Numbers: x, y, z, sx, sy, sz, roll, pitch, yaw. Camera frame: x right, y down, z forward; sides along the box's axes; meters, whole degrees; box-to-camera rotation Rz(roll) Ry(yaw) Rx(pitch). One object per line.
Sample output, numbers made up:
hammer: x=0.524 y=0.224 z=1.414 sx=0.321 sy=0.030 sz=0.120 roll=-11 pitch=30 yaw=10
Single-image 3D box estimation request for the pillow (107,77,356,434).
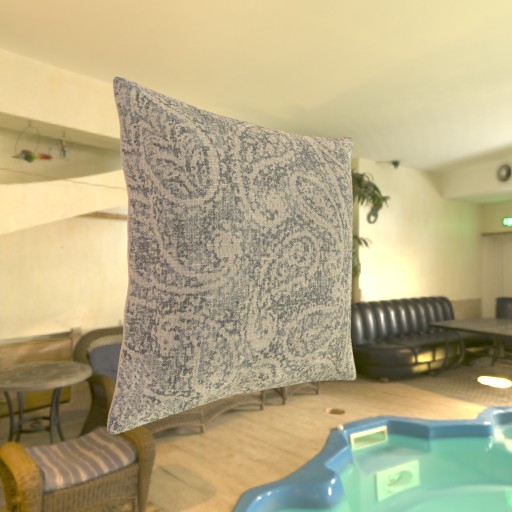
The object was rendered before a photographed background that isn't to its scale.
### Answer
pillow: x=0.000 y=0.000 z=0.779 sx=0.523 sy=0.510 sz=0.166 roll=1 pitch=-1 yaw=-38
